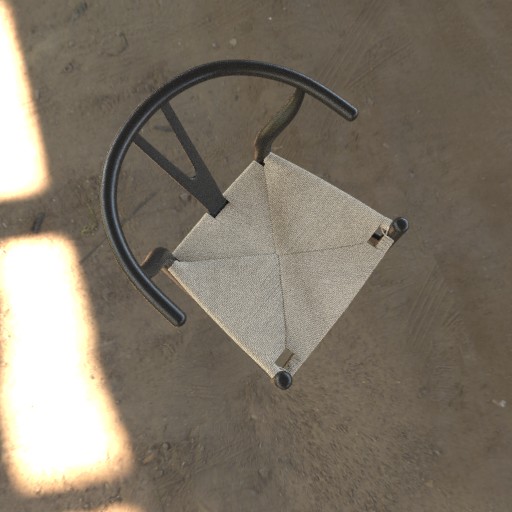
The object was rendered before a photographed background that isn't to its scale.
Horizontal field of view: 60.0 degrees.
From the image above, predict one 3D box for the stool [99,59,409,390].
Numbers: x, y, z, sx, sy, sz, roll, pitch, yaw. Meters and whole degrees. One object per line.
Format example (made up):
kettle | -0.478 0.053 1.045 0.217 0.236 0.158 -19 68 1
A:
stool | 0.000 0.000 1.276 0.579 0.970 0.569 38 78 9
